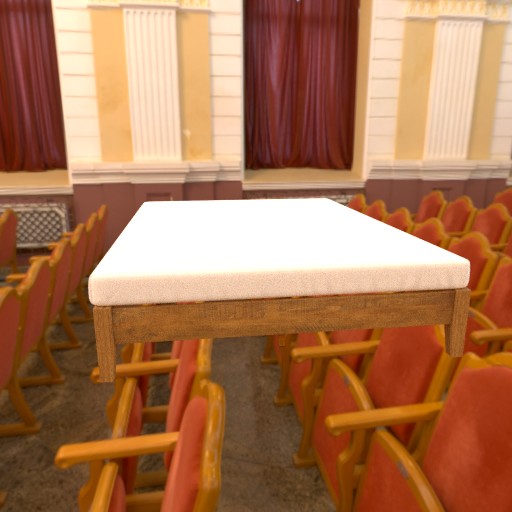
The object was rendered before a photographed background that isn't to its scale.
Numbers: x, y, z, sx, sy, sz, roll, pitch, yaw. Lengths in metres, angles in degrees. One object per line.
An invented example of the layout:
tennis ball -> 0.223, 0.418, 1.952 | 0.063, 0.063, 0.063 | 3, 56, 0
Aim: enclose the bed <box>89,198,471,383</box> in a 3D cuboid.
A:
bed -> 0.000, 0.000, 2.722 | 1.536, 0.431, 2.016 | -2, 15, -8
